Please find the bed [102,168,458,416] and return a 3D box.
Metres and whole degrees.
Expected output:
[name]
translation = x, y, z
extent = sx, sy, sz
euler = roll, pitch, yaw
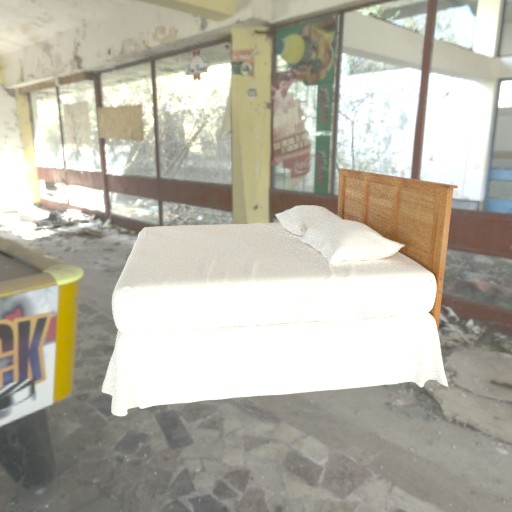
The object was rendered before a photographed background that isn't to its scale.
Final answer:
[bed]
translation = 0.000, 0.000, 3.589
extent = 2.215, 1.270, 2.317
euler = -2, 14, -9
